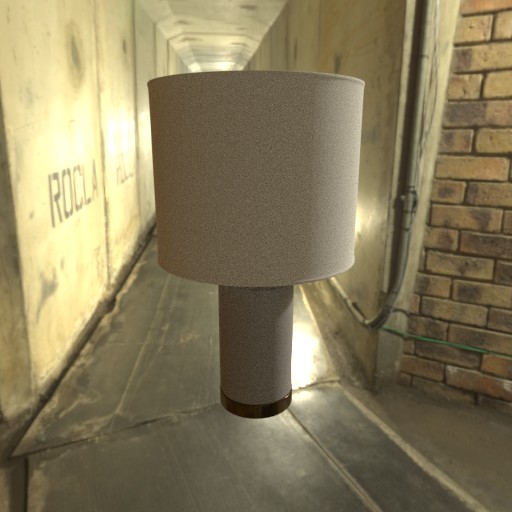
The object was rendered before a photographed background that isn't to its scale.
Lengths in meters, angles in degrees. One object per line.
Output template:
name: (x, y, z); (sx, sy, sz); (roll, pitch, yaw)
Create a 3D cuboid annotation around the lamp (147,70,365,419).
lamp: (0.000, 0.000, 0.527); (0.229, 0.380, 0.229); (0, 15, 0)
